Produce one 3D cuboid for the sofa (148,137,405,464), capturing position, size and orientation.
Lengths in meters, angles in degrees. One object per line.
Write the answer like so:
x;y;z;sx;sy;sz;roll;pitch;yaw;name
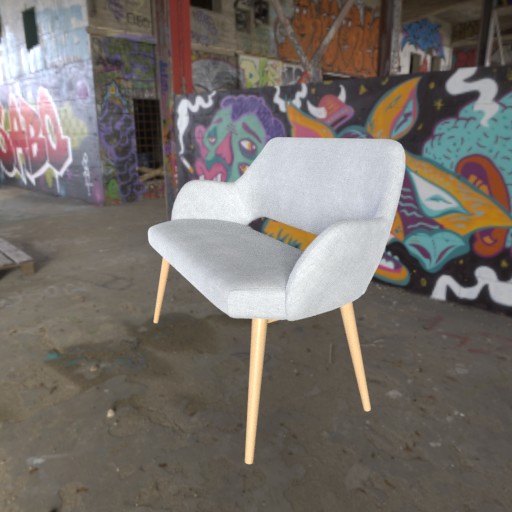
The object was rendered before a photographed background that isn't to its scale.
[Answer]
0.000;0.000;1.637;0.610;0.840;1.150;-7;17;-25;sofa
